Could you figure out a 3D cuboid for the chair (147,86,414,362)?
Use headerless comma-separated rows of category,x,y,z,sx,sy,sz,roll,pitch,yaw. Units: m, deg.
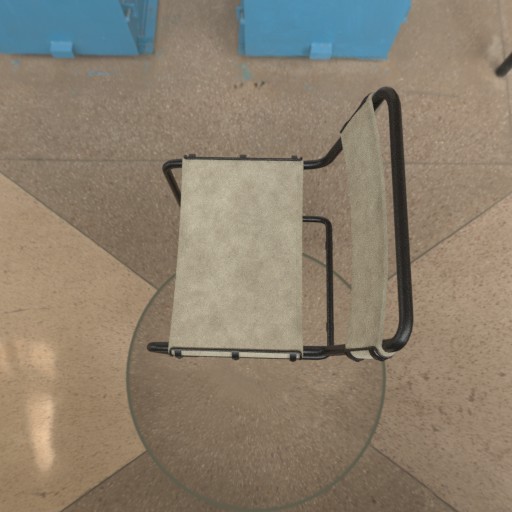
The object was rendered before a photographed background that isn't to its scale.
chair,0.000,0.000,1.081,0.497,0.747,0.499,2,76,0
